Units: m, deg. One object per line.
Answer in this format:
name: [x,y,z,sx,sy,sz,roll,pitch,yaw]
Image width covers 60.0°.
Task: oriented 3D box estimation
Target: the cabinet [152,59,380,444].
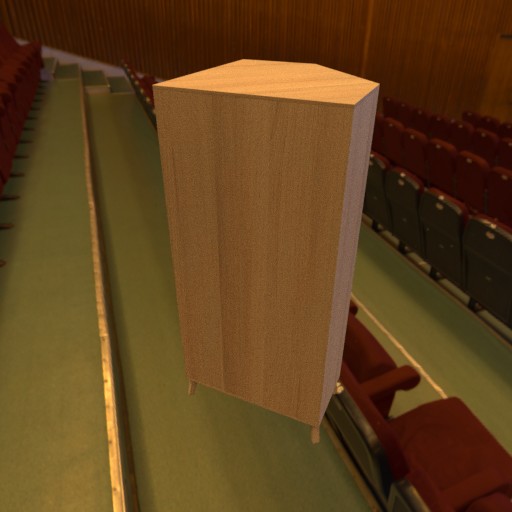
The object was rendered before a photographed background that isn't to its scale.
cabinet: [0.000,0.000,2.596,0.969,1.957,1.272,-11,33,-17]
